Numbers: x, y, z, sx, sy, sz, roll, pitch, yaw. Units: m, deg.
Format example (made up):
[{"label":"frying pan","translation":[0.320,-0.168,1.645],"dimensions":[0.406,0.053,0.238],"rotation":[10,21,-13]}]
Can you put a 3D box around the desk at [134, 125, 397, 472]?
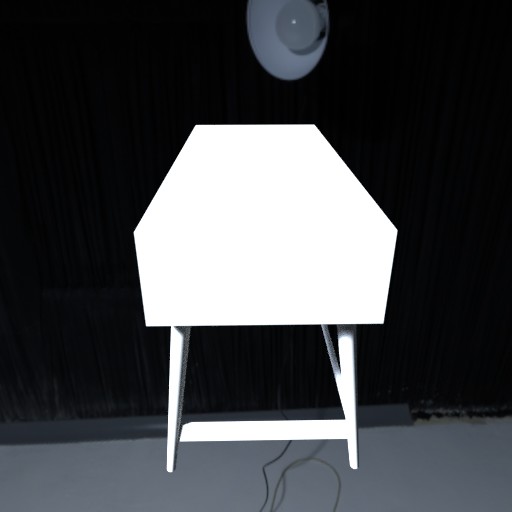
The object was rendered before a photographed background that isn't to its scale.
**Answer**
[{"label":"desk","translation":[0.000,0.000,1.716],"dimensions":[0.589,0.762,1.313],"rotation":[-1,26,-1]}]
